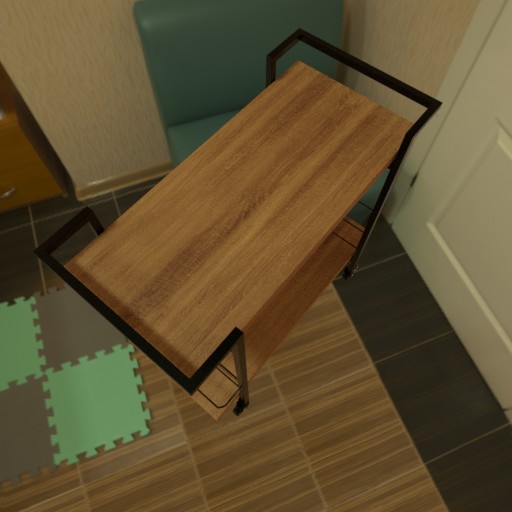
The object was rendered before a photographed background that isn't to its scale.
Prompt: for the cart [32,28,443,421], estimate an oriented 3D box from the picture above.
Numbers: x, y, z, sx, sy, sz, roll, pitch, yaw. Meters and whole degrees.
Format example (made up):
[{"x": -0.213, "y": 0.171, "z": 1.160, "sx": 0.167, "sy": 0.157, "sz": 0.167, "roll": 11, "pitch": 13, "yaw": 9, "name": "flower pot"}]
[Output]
[{"x": 0.000, "y": 0.000, "z": 1.229, "sx": 0.406, "sy": 0.762, "sz": 0.806, "roll": 36, "pitch": 68, "yaw": 17, "name": "cart"}]
